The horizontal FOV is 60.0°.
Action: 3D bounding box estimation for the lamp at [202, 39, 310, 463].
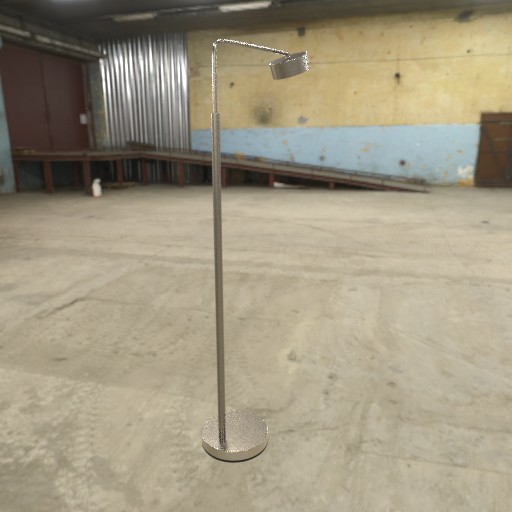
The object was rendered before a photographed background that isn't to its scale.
[{"bbox_3d":[0.000,0.000,1.415,0.421,1.250,0.222,-14,20,-43],"label":"lamp"}]
